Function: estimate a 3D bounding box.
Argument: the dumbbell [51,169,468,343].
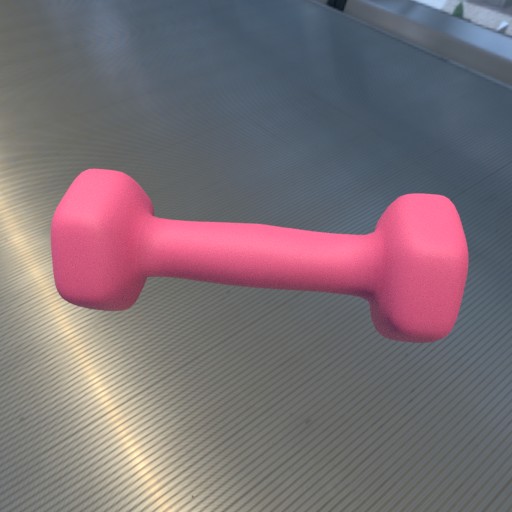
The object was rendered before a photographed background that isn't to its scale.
[{"bbox_3d":[0.000,0.000,0.170,0.146,0.053,0.058,6,47,5],"label":"dumbbell"}]
